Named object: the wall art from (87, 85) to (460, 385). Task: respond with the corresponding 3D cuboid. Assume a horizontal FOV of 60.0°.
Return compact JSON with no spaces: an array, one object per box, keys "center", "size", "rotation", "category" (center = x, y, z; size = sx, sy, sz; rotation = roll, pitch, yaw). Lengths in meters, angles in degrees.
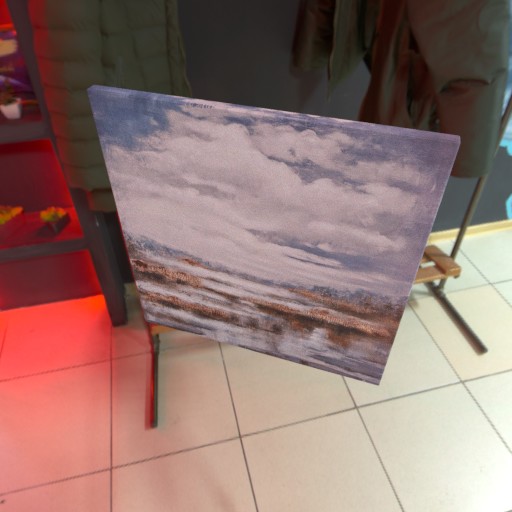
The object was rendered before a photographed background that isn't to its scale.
[{"center":[0.000,0.000,1.496],"size":[1.010,1.020,0.040],"rotation":[13,43,14],"category":"wall art"}]
